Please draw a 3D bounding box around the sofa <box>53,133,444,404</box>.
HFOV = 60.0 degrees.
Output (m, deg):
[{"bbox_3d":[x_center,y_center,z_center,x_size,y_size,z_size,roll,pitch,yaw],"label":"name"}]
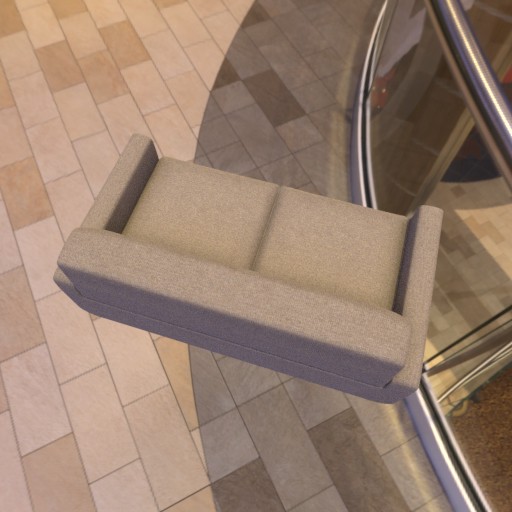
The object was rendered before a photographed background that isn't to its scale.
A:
[{"bbox_3d":[0.000,0.000,2.177,1.631,0.841,0.909,15,65,8],"label":"sofa"}]
